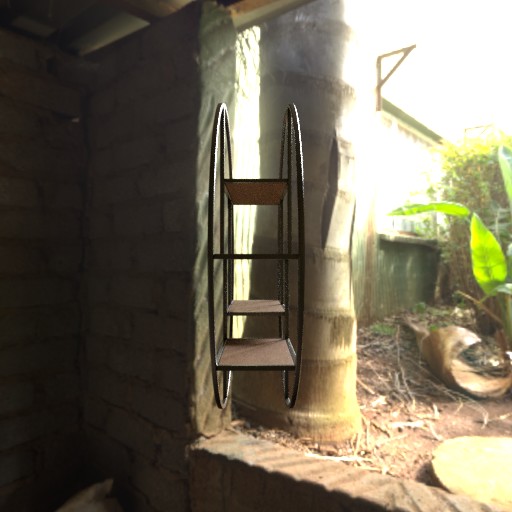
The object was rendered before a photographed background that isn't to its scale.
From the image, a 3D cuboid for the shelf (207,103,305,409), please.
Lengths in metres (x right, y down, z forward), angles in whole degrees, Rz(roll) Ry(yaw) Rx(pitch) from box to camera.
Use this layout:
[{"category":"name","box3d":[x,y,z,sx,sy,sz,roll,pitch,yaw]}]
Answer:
[{"category":"shelf","box3d":[0.000,0.000,1.360,0.202,0.888,0.888,0,-1,0]}]
